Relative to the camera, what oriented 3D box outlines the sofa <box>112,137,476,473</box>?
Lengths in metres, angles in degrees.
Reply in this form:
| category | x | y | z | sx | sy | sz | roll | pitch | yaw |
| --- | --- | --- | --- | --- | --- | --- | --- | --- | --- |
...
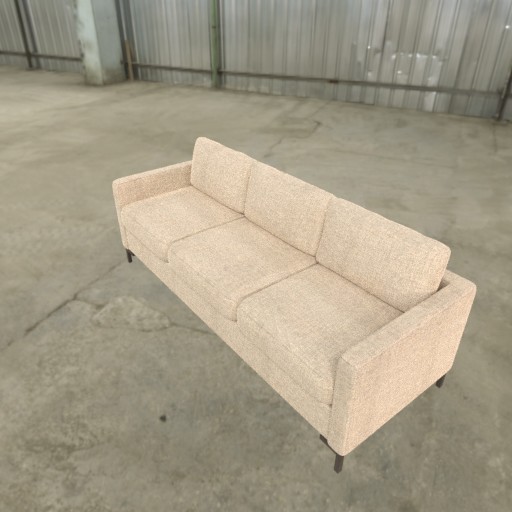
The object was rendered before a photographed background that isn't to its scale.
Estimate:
| category | x | y | z | sx | sy | sz | roll | pitch | yaw |
| --- | --- | --- | --- | --- | --- | --- | --- | --- | --- |
| sofa | 0.000 | 0.000 | 2.648 | 0.859 | 0.874 | 2.218 | -23 | 39 | -31 |
